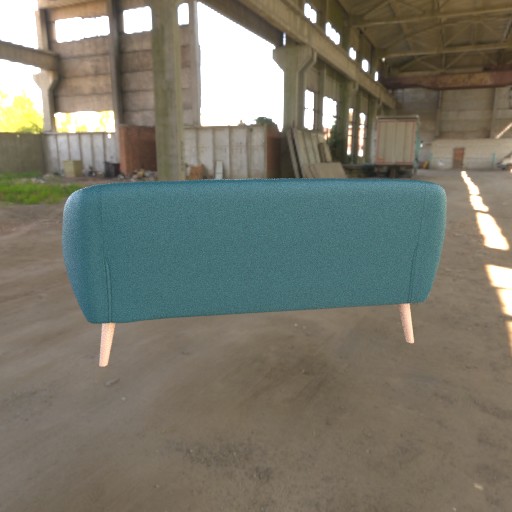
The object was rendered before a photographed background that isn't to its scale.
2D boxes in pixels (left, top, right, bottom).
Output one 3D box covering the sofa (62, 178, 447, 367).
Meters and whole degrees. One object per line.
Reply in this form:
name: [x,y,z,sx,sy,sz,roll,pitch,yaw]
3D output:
sofa: [0.000,0.000,2.295,1.840,0.836,0.820,-2,14,-9]
